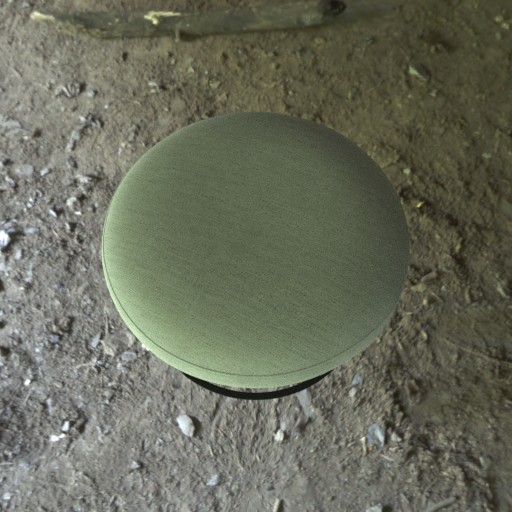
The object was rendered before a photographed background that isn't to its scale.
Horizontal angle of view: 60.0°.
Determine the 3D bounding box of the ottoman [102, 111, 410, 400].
[{"bbox_3d":[0.000,0.000,1.242,0.769,0.459,0.769,0,63,0],"label":"ottoman"}]
